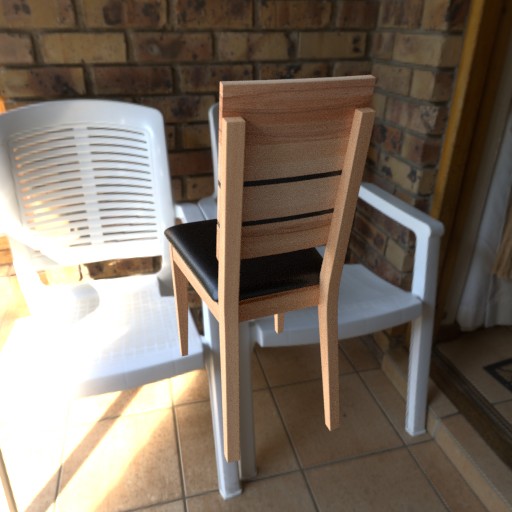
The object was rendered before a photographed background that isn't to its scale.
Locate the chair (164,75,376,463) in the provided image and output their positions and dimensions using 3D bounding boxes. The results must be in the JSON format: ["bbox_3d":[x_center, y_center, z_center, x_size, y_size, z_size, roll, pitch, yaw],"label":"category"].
[{"bbox_3d":[0.000,0.000,1.196,0.410,0.940,0.520,-10,29,-18],"label":"chair"}]
